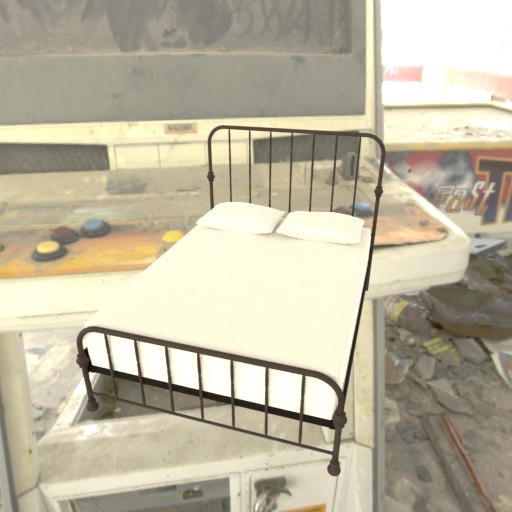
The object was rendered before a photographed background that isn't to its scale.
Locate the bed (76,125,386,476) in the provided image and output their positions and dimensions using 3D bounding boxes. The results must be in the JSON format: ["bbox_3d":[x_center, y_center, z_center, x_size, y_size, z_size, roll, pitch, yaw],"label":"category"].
[{"bbox_3d":[0.000,0.000,3.199,1.616,1.446,2.134,8,27,16],"label":"bed"}]
